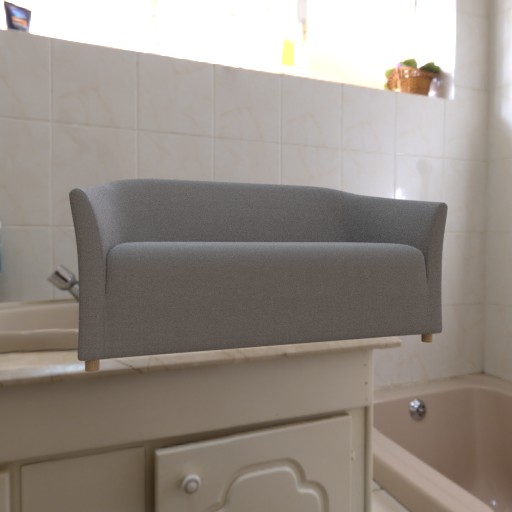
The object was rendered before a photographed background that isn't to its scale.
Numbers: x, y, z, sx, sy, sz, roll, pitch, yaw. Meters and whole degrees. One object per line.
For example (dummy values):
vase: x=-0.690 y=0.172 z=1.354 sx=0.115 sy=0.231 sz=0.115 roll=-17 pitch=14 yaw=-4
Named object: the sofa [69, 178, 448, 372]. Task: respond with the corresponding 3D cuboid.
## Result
sofa: x=0.000 y=0.000 z=1.928 sx=1.452 sy=0.721 sz=0.705 roll=0 pitch=1 yaw=-19
